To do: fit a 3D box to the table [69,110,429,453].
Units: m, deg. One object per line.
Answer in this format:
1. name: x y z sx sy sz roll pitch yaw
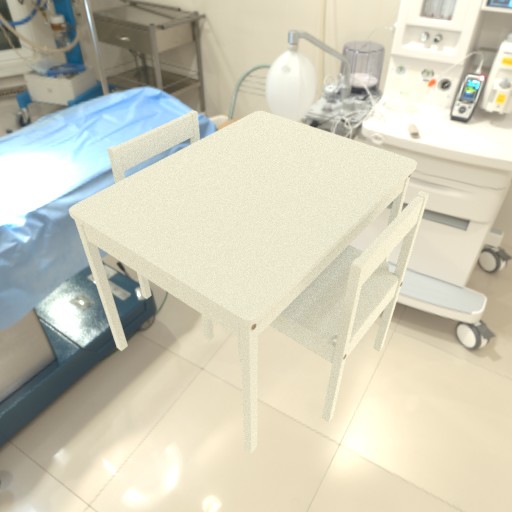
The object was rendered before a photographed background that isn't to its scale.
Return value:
1. table: 0.000 0.000 1.134 0.672 0.503 0.650 27 48 28
